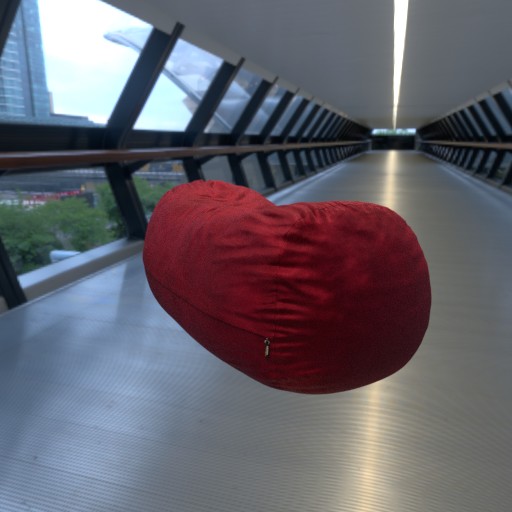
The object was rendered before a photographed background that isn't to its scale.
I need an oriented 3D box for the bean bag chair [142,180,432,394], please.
[{"bbox_3d":[0.000,0.000,2.800,1.216,0.867,2.293,-7,15,-28],"label":"bean bag chair"}]
